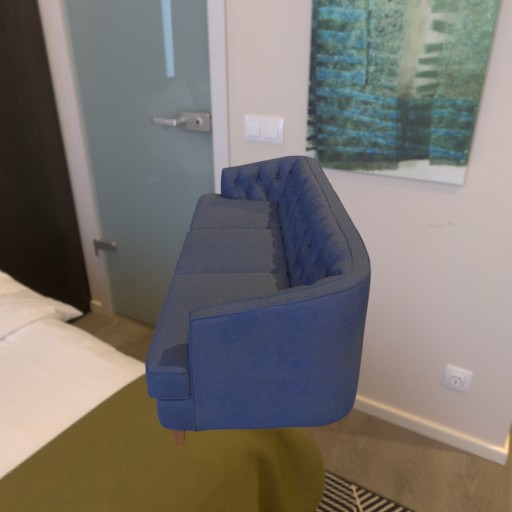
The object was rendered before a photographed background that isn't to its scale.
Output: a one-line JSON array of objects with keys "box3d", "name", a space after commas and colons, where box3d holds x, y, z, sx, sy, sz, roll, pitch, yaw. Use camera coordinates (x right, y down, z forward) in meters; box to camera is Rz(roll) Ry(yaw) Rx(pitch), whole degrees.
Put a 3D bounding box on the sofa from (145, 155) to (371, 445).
[{"box3d": [0.000, 0.000, 2.766, 0.941, 0.855, 2.278, 0, 26, -1], "name": "sofa"}]
